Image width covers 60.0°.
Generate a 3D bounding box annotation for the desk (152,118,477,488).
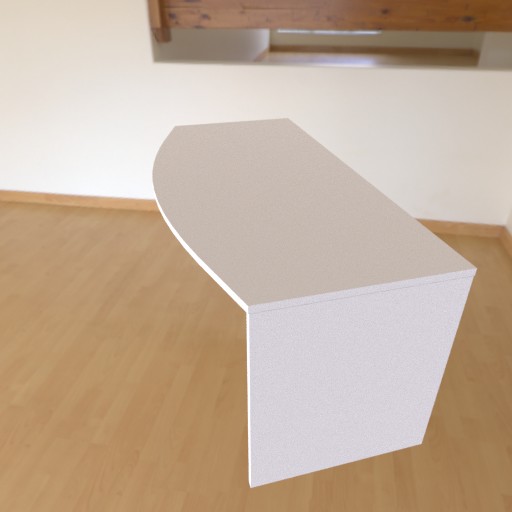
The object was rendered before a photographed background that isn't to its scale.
[{"bbox_3d":[0.000,0.000,1.956,0.802,0.750,1.600,-8,33,-13],"label":"desk"}]
